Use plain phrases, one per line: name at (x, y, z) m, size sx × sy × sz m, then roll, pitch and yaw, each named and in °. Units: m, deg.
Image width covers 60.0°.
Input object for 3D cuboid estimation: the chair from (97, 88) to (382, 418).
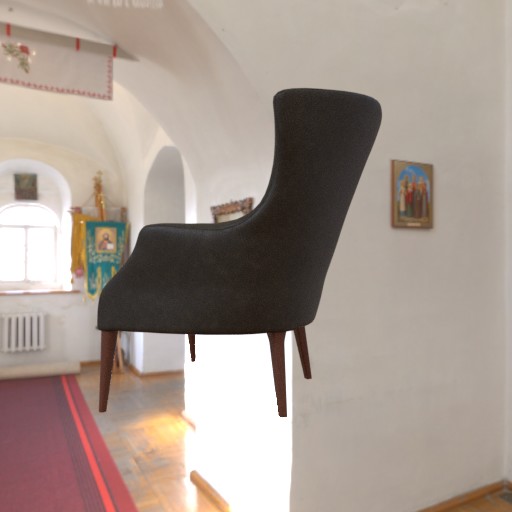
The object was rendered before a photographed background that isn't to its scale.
chair at (0.000, 0.000, 1.747) m, size 0.954 × 1.068 × 0.819 m, roll 0°, pitch 0°, yaw 17°
